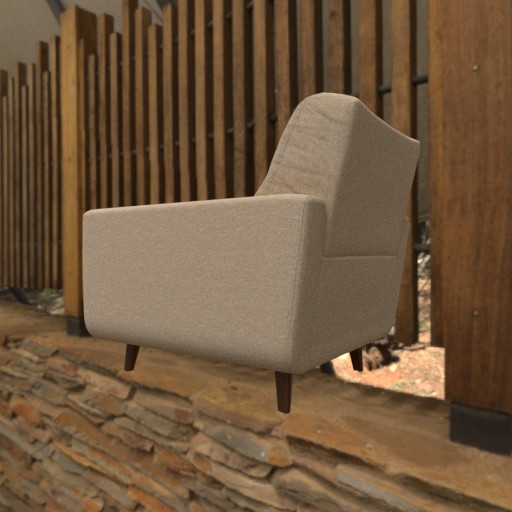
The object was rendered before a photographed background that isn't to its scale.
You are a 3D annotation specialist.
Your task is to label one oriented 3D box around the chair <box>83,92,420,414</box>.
[{"bbox_3d":[0.000,0.000,1.797,1.128,0.965,0.897,0,1,36],"label":"chair"}]
